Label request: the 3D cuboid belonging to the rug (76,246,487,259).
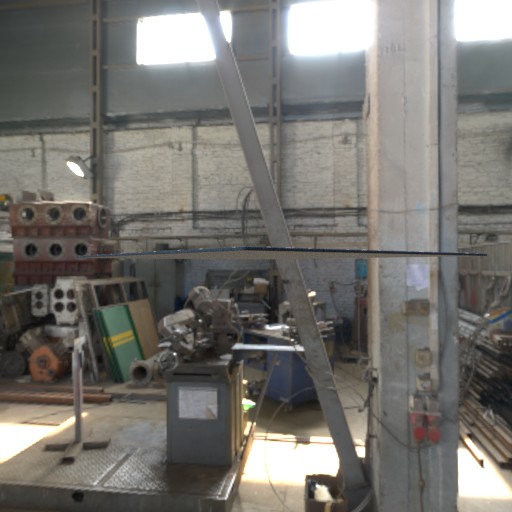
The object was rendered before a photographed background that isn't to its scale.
[{"bbox_3d":[0.000,0.000,3.865,2.270,0.020,2.881,1,-1,-37],"label":"rug"}]
